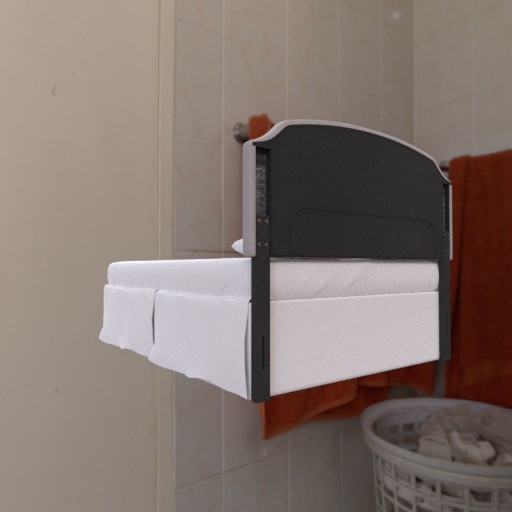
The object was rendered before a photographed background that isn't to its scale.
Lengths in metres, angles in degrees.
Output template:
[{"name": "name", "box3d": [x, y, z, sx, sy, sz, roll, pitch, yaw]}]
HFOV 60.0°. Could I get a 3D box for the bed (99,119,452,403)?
[{"name": "bed", "box3d": [0.000, 0.000, 3.059, 1.558, 1.270, 1.999, 1, -2, -36]}]
